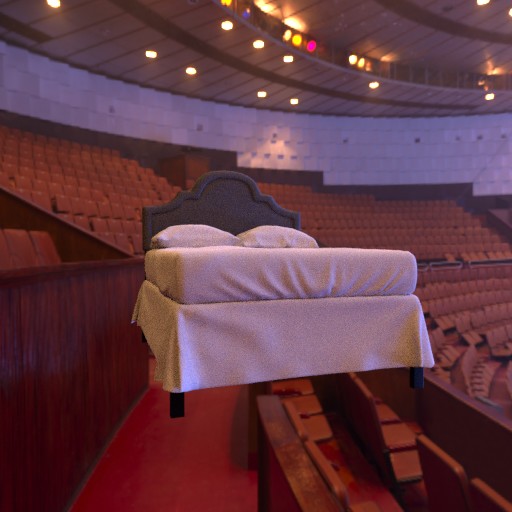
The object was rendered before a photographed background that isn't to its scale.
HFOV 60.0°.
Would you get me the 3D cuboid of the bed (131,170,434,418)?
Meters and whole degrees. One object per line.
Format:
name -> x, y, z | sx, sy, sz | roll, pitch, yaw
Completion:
bed -> 0.000, 0.000, 3.466 | 1.780, 1.634, 2.222 | 0, 1, -19
